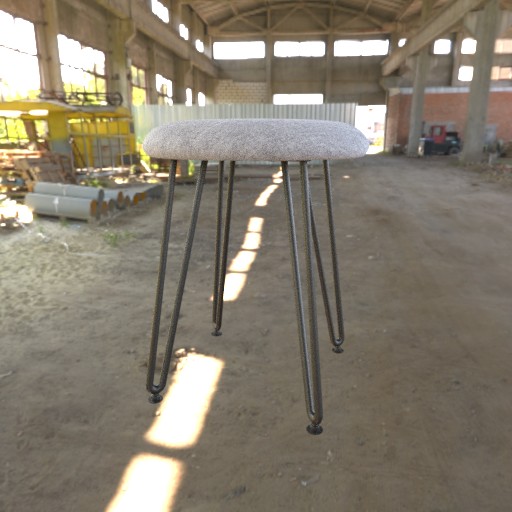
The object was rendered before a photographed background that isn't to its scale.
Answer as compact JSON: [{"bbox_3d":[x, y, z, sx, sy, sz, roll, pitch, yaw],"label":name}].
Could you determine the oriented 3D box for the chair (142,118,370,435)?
[{"bbox_3d":[0.000,0.000,0.660,0.350,0.386,0.350,-8,17,-27],"label":"chair"}]
